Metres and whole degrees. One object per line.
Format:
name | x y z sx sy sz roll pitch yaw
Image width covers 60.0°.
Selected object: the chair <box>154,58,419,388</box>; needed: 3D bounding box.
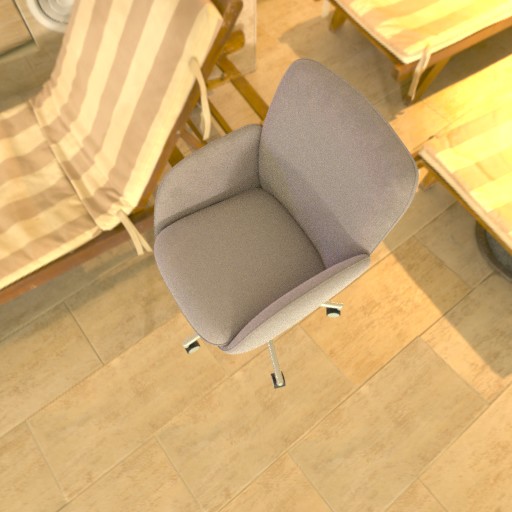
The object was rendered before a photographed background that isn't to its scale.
chair | 0.000 0.000 1.398 0.654 0.959 0.648 -29 67 -14
